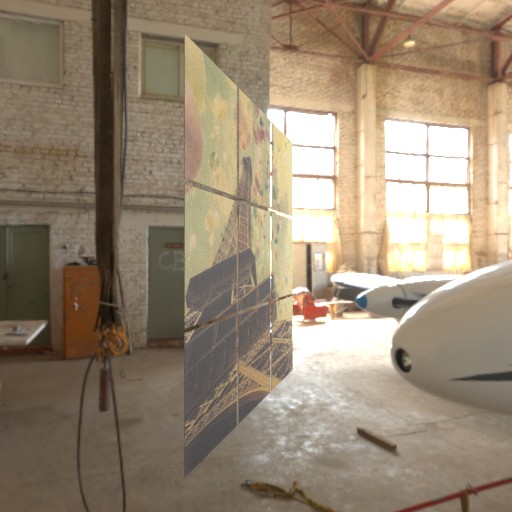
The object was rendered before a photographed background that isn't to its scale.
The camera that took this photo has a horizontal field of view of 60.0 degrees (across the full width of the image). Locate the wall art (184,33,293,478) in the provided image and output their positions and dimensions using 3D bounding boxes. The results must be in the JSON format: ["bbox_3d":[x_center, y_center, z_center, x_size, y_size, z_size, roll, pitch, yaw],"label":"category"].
[{"bbox_3d":[0.000,0.000,2.218,0.002,1.505,1.517,0,0,19],"label":"wall art"}]
